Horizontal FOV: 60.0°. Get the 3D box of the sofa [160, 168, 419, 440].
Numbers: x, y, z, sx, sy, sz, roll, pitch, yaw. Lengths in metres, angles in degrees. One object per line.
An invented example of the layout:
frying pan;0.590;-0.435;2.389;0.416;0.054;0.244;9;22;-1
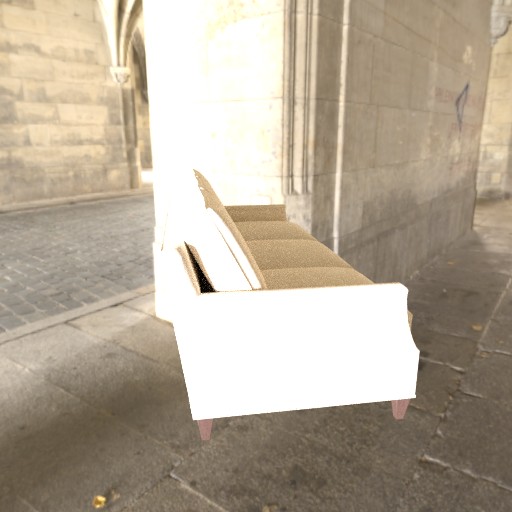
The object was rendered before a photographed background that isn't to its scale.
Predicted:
sofa;0.000;0.000;2.757;1.041;0.940;2.210;-3;16;-9
